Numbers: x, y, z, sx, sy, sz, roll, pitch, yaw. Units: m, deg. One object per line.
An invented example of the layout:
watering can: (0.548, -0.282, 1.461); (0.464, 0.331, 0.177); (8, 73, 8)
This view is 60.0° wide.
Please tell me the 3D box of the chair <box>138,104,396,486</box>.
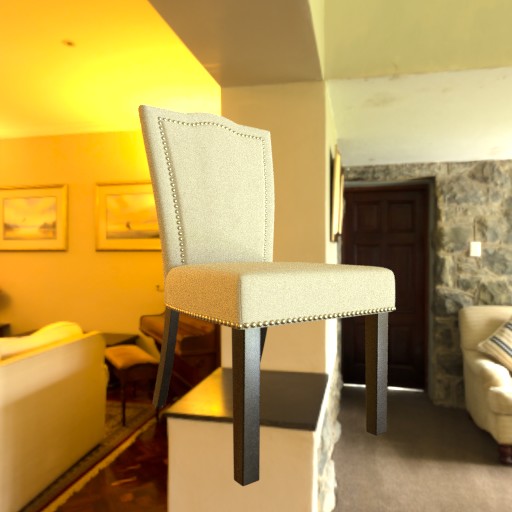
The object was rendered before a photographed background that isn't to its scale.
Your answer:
chair: (0.000, 0.000, 1.264); (0.518, 0.946, 0.589); (0, 0, -37)
